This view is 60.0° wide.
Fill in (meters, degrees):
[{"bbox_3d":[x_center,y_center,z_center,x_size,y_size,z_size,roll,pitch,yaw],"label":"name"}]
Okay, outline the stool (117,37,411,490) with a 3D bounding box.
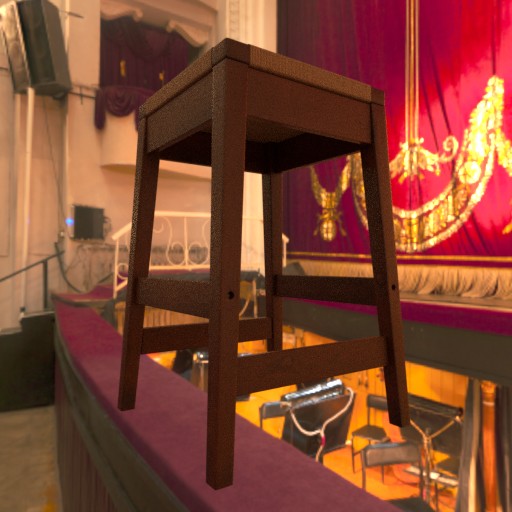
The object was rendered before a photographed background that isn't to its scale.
[{"bbox_3d":[0.000,0.000,1.063,0.507,0.762,0.497,1,-1,-35],"label":"stool"}]
